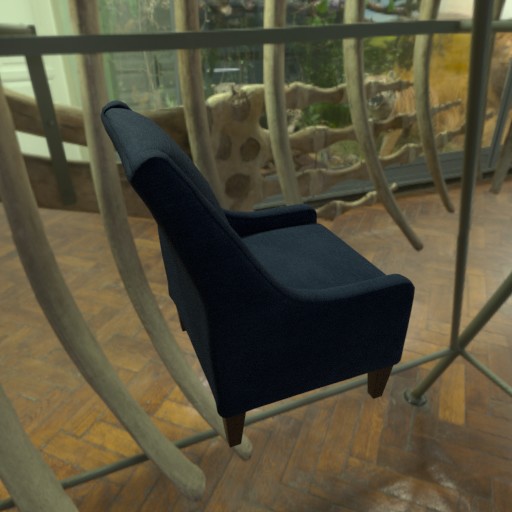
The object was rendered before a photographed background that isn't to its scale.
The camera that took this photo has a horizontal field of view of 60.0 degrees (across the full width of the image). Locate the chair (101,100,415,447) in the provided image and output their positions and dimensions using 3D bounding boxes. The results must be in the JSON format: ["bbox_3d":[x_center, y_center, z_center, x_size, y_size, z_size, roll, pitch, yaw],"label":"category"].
[{"bbox_3d":[0.000,0.000,1.602,0.870,1.014,0.774,-11,31,-19],"label":"chair"}]
